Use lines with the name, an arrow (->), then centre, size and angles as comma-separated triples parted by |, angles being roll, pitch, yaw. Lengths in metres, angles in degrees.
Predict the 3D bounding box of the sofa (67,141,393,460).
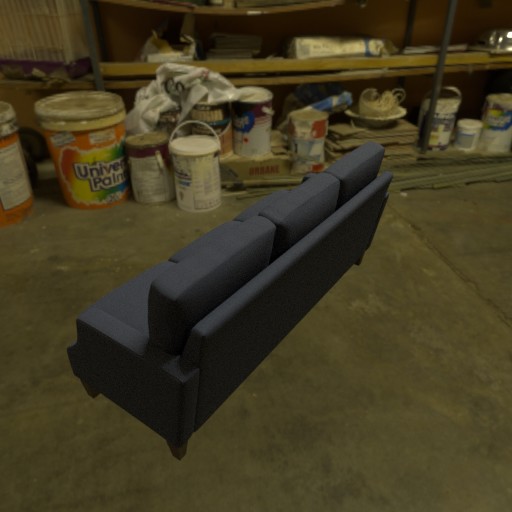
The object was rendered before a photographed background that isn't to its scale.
sofa -> 0.000, 0.000, 2.632 | 0.888, 0.984, 2.115 | 20, 37, 29
